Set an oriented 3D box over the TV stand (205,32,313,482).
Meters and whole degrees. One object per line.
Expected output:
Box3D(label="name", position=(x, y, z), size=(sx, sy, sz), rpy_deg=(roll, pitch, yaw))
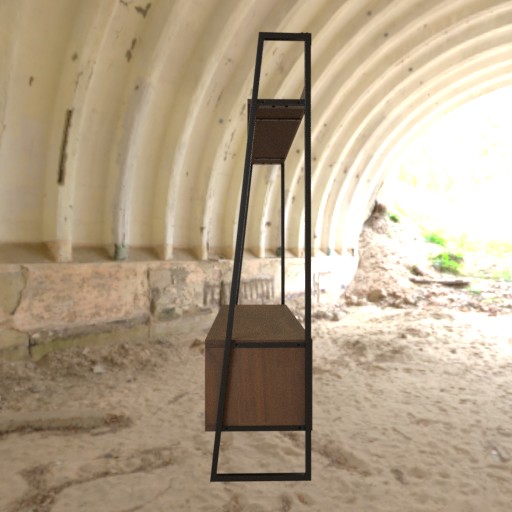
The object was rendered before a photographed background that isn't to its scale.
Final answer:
Box3D(label="TV stand", position=(0.000, 0.000, 2.369), size=(0.432, 1.772, 1.250), rpy_deg=(0, 0, -1))
